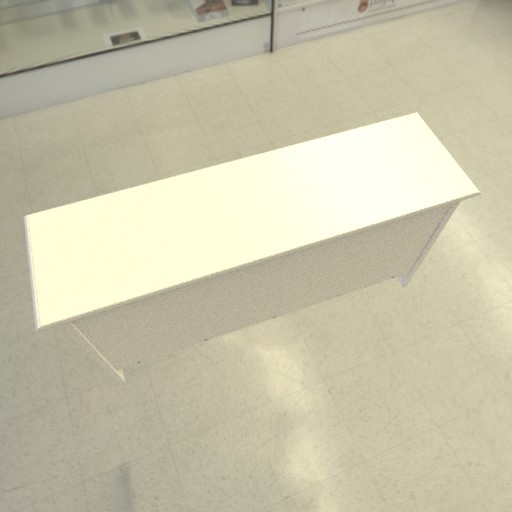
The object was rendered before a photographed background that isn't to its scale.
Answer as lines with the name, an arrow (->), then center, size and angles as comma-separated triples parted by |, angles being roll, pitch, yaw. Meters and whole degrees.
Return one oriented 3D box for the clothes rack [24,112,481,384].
clothes rack -> 0.000, 0.000, 1.344 | 1.120, 0.531, 0.324 | -17, 60, -10
